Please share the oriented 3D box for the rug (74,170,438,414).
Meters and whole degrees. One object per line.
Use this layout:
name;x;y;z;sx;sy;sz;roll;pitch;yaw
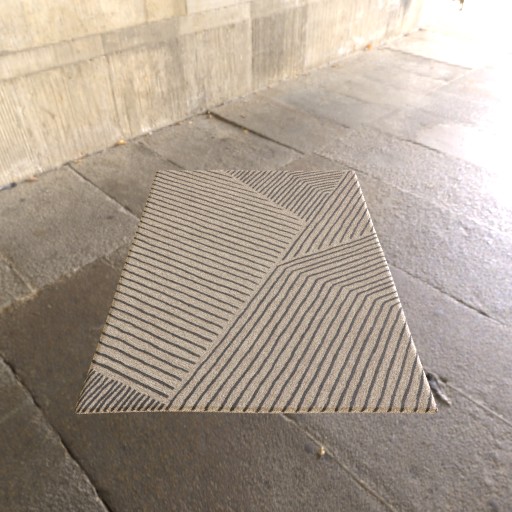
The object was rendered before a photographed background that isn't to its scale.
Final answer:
rug;0.000;0.000;3.153;1.829;0.028;2.449;0;40;0
